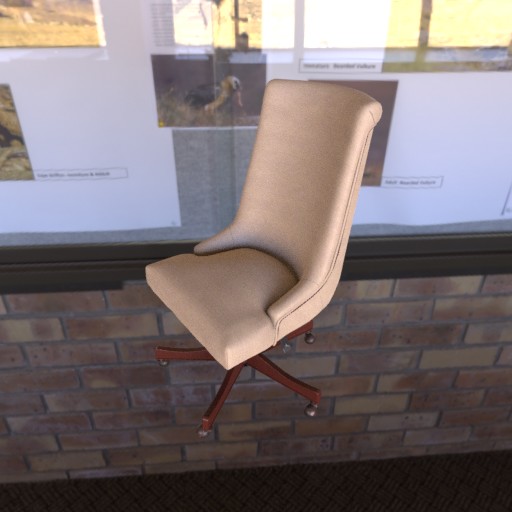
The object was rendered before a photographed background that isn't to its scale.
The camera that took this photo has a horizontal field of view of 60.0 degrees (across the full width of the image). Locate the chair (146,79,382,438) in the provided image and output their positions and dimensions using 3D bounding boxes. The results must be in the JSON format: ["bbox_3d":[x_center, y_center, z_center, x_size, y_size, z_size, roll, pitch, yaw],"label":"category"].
[{"bbox_3d":[0.000,0.000,1.474,0.696,1.010,0.645,-21,37,-30],"label":"chair"}]
